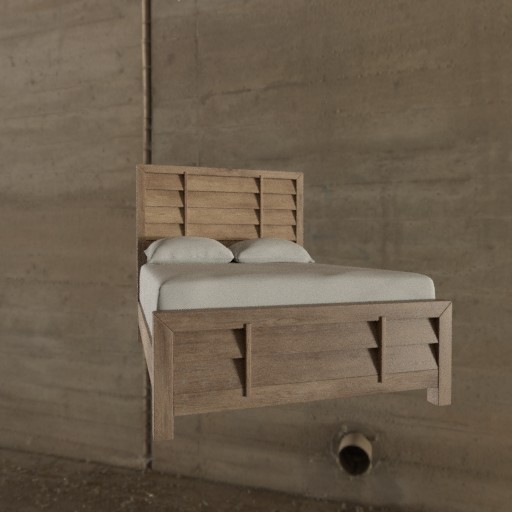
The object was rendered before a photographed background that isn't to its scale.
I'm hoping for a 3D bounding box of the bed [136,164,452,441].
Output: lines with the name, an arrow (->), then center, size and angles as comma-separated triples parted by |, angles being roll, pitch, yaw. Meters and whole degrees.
bed -> 0.000, 0.000, 3.265 | 1.626, 1.626, 2.197 | 0, 1, -17
